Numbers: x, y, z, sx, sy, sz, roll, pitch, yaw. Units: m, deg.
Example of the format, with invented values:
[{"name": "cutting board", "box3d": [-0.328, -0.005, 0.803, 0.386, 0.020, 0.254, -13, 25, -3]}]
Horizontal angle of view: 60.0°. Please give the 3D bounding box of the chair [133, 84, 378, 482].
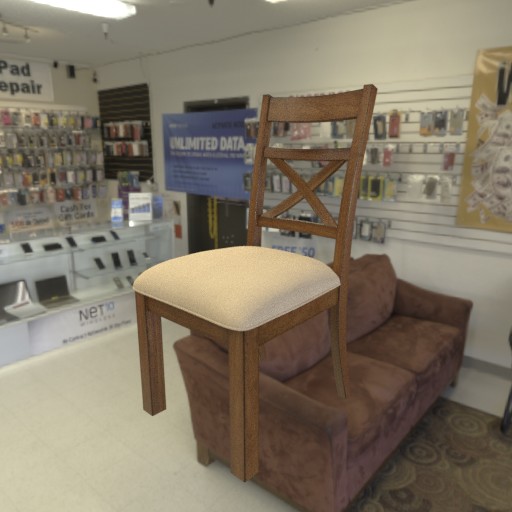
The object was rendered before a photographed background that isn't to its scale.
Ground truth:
[{"name": "chair", "box3d": [0.000, 0.000, 1.288, 0.461, 0.949, 0.581, 13, 19, 42]}]
